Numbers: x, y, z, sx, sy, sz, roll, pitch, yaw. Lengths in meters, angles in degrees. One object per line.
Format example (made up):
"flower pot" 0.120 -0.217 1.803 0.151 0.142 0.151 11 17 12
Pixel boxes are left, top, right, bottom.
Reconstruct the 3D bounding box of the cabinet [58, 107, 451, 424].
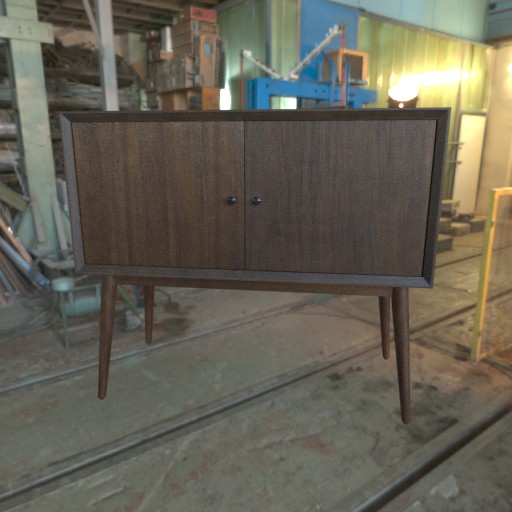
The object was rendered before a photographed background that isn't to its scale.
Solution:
"cabinet" 0.000 0.000 1.078 0.743 0.654 0.354 2 14 8
